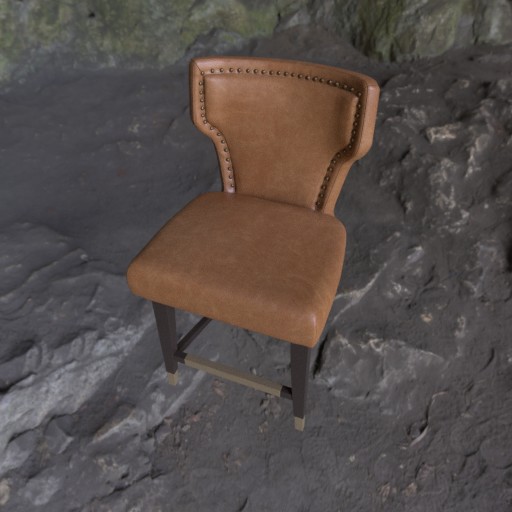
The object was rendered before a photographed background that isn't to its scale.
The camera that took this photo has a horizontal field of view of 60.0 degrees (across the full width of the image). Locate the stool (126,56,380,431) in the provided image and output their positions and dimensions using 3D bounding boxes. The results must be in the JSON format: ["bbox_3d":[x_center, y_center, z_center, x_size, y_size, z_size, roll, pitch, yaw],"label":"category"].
[{"bbox_3d":[0.000,0.000,1.316,0.526,0.982,0.563,14,42,16],"label":"stool"}]
